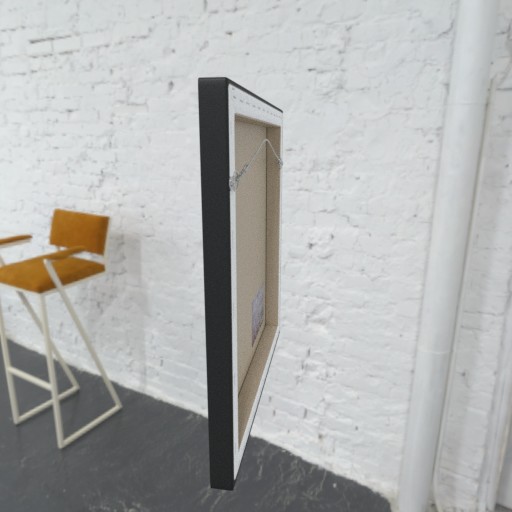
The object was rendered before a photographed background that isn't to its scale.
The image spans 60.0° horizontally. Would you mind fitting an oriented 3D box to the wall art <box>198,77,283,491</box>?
[{"bbox_3d":[0.000,0.000,0.912,0.043,0.611,0.610,2,15,10],"label":"wall art"}]
